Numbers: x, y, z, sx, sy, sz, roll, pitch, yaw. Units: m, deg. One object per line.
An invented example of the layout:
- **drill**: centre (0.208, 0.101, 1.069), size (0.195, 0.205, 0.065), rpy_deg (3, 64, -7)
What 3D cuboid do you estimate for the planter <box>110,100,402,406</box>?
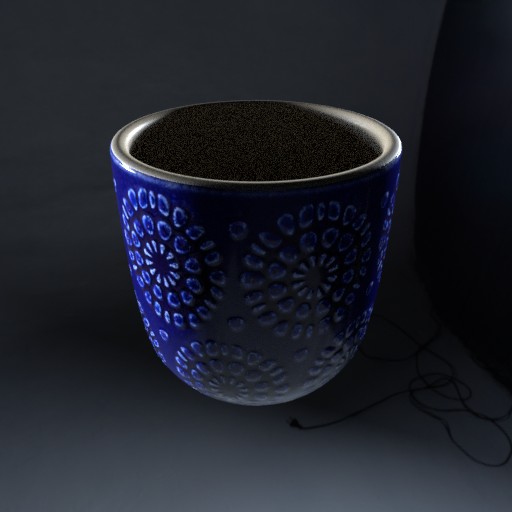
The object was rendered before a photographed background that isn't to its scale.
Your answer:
- **planter**: centre (0.000, 0.000, 0.198), size (0.109, 0.112, 0.109), rpy_deg (0, 32, 0)
